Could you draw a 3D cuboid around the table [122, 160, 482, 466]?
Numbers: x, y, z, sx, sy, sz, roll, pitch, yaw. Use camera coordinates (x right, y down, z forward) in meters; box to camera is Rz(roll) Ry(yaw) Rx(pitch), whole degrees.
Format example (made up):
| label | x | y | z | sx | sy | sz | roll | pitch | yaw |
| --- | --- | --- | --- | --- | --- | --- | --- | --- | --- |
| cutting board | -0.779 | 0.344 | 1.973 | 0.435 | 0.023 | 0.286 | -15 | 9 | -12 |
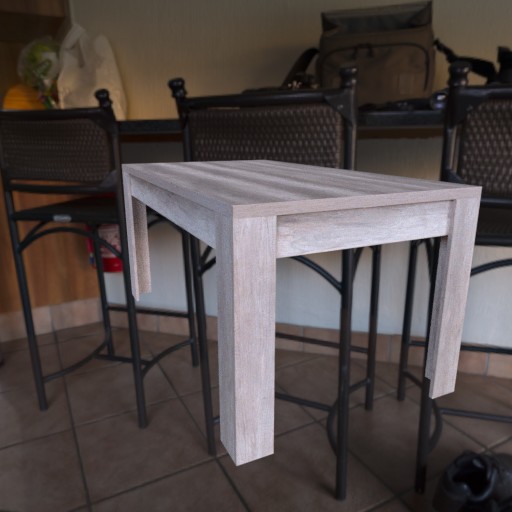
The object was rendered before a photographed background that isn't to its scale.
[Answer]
| label | x | y | z | sx | sy | sz | roll | pitch | yaw |
| --- | --- | --- | --- | --- | --- | --- | --- | --- | --- |
| table | 0.000 | 0.000 | 2.086 | 0.900 | 0.775 | 1.600 | -7 | 17 | -25 |
